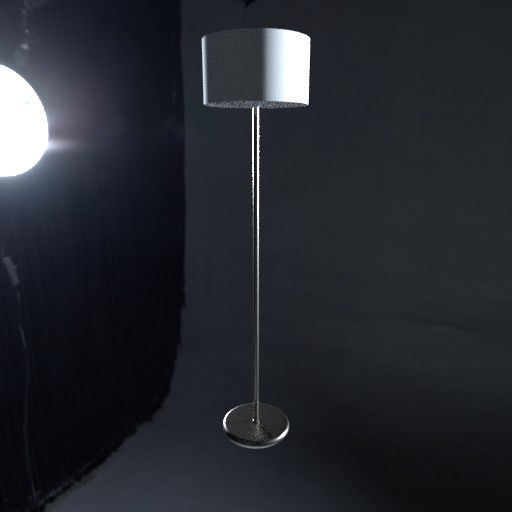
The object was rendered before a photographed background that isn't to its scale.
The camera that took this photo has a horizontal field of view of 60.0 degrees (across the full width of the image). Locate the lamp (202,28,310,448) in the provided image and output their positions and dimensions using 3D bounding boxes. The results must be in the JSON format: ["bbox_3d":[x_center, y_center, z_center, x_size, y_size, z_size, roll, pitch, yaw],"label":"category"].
[{"bbox_3d":[0.000,0.000,1.621,0.347,1.443,0.347,7,17,25],"label":"lamp"}]
